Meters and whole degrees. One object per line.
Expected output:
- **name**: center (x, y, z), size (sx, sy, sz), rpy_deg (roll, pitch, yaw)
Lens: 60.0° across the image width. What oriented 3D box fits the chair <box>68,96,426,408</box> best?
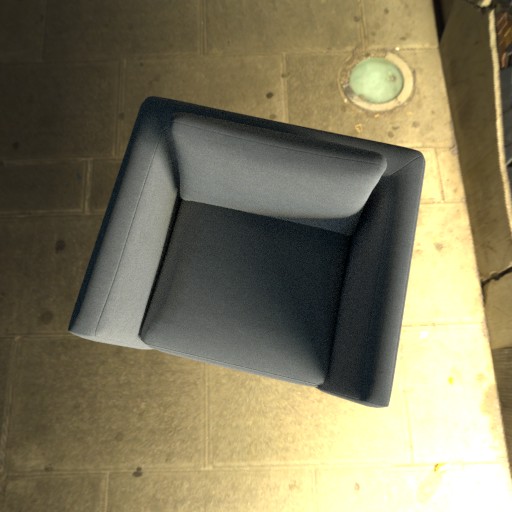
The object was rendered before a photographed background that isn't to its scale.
- **chair**: center (0.000, 0.000, 1.713), size (1.041, 0.864, 0.889), rpy_deg (13, 76, 3)
